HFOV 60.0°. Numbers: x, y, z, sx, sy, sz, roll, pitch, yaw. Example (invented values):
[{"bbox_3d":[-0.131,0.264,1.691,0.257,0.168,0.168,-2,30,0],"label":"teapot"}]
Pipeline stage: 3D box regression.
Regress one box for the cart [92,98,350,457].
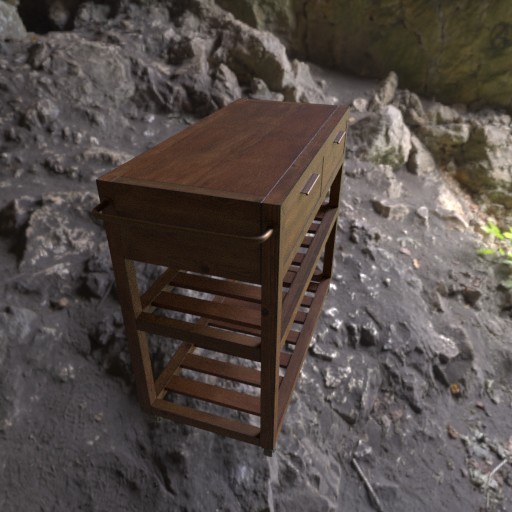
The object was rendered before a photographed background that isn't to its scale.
[{"bbox_3d":[0.000,0.000,1.510,0.445,0.830,1.065,10,32,16],"label":"cart"}]
